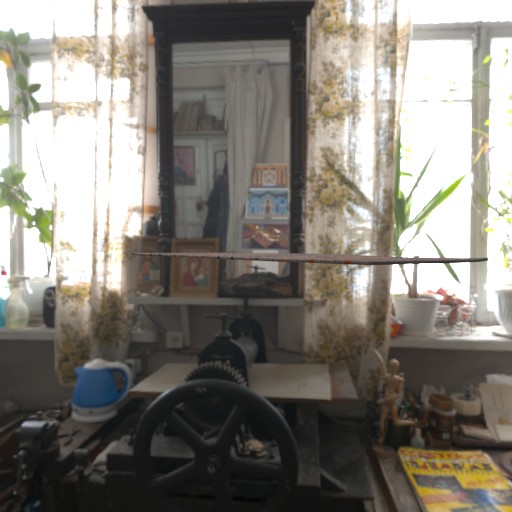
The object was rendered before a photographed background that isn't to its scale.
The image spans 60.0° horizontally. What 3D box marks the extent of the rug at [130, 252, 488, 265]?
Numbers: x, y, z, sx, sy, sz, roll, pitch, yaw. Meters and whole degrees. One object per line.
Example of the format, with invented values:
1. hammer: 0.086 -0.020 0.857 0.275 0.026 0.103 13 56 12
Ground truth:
1. rug: 0.000 0.000 2.660 0.744 0.022 2.419 -1 2 -34
